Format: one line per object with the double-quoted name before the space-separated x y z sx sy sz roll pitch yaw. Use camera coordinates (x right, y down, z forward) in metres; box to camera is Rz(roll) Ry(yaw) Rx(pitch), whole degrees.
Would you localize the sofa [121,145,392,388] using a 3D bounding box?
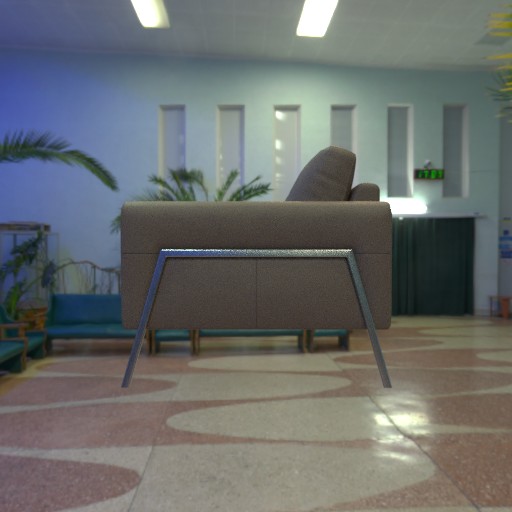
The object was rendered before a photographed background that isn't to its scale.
"sofa" 0.000 0.000 2.513 0.953 0.875 2.017 0 1 0
